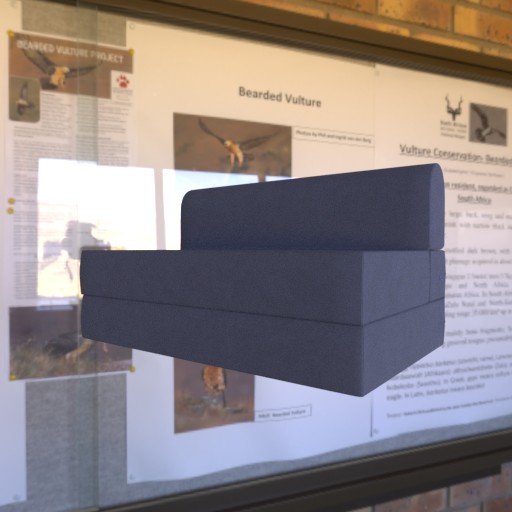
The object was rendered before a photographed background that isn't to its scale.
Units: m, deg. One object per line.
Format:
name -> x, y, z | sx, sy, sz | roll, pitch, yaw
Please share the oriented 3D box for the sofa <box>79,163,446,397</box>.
sofa -> 0.000, 0.000, 1.714 | 1.219, 0.660, 0.762 | 1, 1, 37
